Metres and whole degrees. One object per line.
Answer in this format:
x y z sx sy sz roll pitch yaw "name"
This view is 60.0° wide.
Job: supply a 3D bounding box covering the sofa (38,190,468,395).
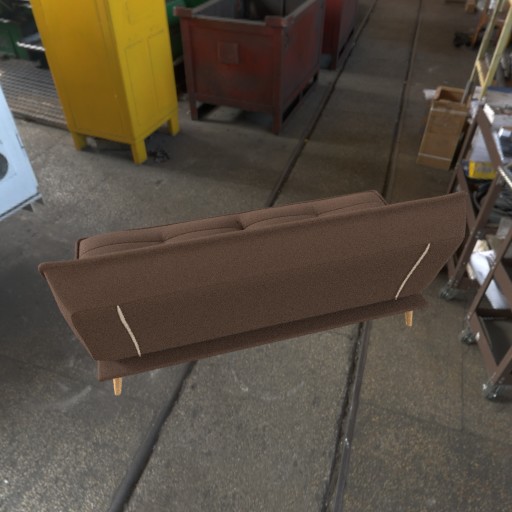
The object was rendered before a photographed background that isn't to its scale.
0.000 0.000 2.424 1.940 0.890 0.950 -11 43 -12 "sofa"
